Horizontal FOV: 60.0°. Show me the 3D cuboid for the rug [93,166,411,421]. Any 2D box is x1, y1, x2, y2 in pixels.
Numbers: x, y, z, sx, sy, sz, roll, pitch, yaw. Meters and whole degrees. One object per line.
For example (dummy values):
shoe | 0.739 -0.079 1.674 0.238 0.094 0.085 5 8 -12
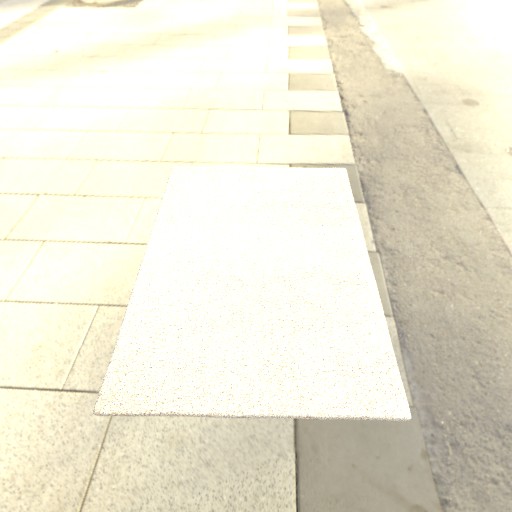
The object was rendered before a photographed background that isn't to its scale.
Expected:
rug | 0.000 0.000 3.496 1.778 0.030 2.743 1 41 1
